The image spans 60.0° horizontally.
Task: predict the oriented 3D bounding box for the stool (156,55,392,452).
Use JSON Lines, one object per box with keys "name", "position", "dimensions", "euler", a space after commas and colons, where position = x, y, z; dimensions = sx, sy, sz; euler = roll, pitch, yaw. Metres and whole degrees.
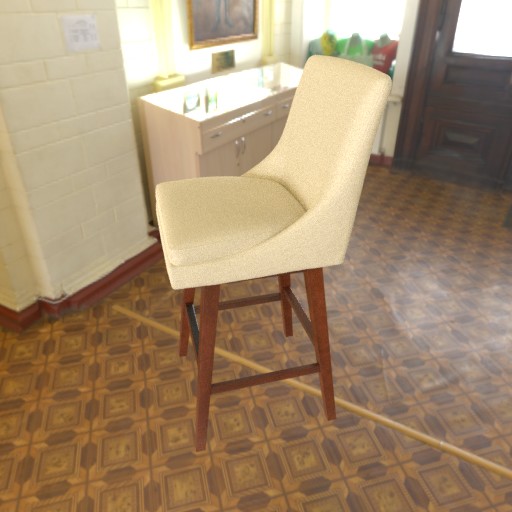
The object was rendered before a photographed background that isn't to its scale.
{"name": "stool", "position": [0.000, 0.000, 1.373], "dimensions": [0.559, 1.097, 0.470], "euler": [-8, 31, -13]}
